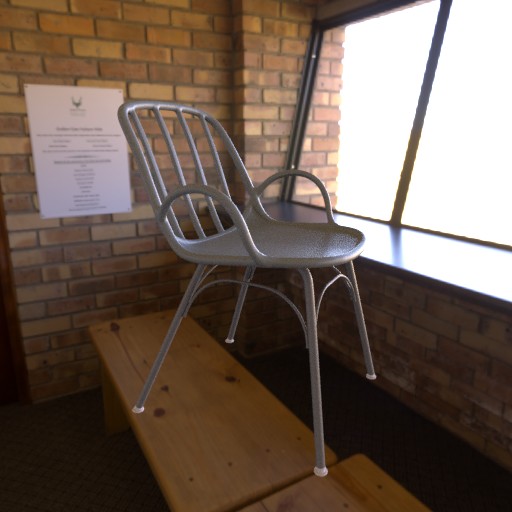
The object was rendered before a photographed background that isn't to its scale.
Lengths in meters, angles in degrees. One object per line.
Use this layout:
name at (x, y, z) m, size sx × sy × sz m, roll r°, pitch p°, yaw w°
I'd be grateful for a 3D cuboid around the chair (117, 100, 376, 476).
chair at (0.000, 0.000, 1.206) m, size 0.597 × 0.816 × 0.549 m, roll 8°, pitch 17°, yaw 27°
